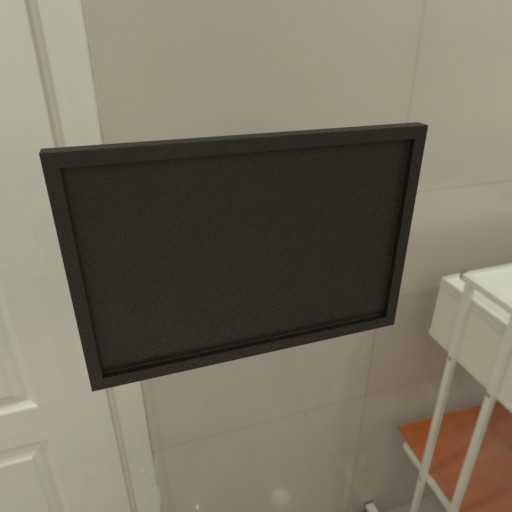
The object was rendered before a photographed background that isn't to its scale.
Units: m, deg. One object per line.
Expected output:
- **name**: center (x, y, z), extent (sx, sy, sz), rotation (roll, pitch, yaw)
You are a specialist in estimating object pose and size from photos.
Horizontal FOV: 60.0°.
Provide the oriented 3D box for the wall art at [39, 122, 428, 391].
- **wall art**: center (0.000, 0.000, 0.562), extent (0.443, 0.301, 0.021), rotation (-9, 28, -17)
